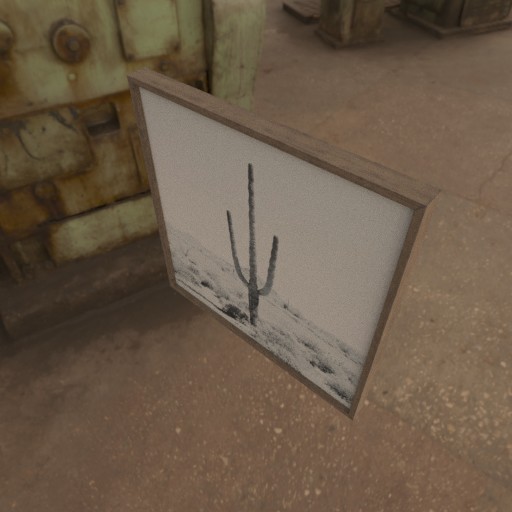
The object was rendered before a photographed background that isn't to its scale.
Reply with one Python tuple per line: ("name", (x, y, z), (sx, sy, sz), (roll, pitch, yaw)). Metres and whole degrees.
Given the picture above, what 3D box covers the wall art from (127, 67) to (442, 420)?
("wall art", (0.000, 0.000, 0.774), (0.508, 0.508, 0.038), (31, 53, 27))
